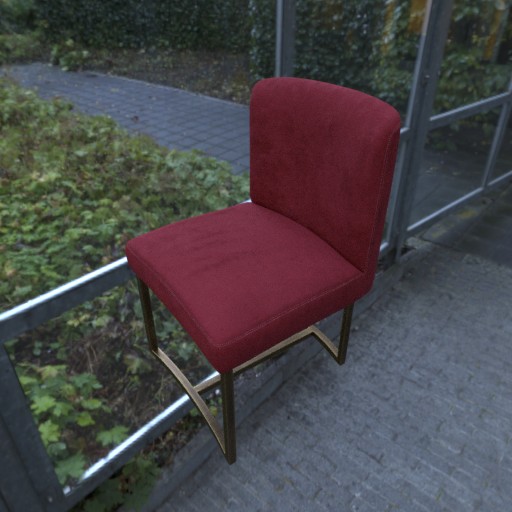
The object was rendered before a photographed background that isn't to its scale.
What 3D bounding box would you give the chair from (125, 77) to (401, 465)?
[{"bbox_3d":[0.000,0.000,1.204,0.560,0.824,0.530,-21,38,-29],"label":"chair"}]
